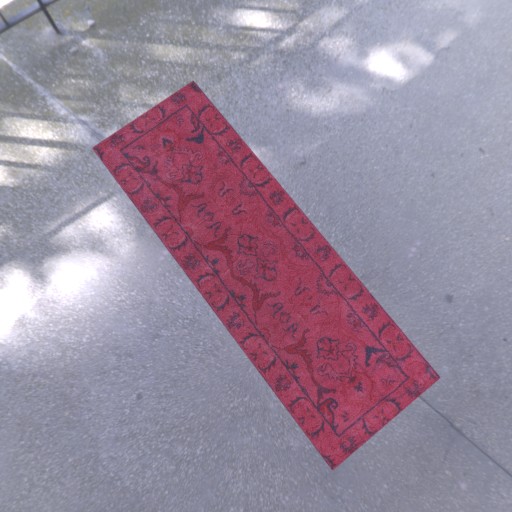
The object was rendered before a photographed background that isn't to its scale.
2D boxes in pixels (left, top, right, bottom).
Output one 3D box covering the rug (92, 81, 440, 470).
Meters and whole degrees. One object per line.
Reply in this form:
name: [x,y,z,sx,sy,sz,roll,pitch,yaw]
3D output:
rug: [0.000,0.000,2.715,0.813,0.018,2.439,-37,80,-8]
